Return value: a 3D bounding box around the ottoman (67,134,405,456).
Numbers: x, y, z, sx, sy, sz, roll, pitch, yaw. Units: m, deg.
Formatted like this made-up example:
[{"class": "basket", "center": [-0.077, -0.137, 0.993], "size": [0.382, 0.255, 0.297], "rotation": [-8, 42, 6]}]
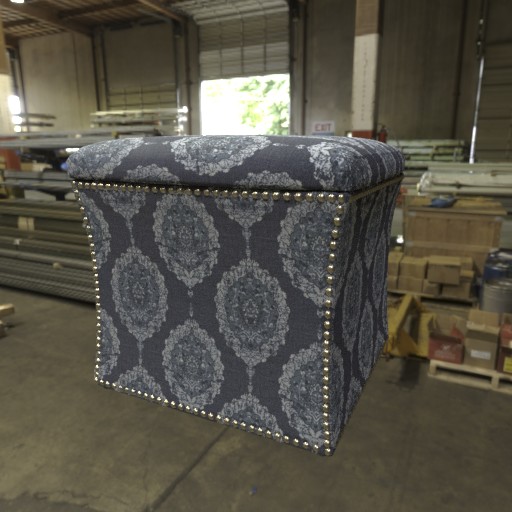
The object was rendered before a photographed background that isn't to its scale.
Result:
[{"class": "ottoman", "center": [0.000, 0.000, 0.899], "size": [0.507, 0.475, 0.497], "rotation": [7, 16, 25]}]
